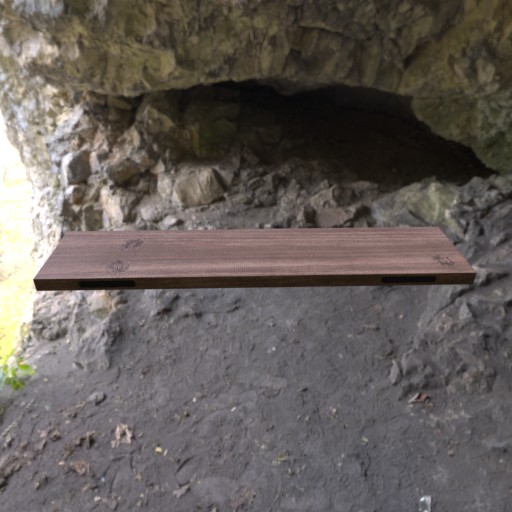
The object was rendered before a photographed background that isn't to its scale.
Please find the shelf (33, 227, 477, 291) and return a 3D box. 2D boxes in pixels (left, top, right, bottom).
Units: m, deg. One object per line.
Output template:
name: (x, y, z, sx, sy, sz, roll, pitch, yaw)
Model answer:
shelf: (0.000, 0.000, 0.673, 0.610, 0.020, 0.140, -1, 31, -1)
